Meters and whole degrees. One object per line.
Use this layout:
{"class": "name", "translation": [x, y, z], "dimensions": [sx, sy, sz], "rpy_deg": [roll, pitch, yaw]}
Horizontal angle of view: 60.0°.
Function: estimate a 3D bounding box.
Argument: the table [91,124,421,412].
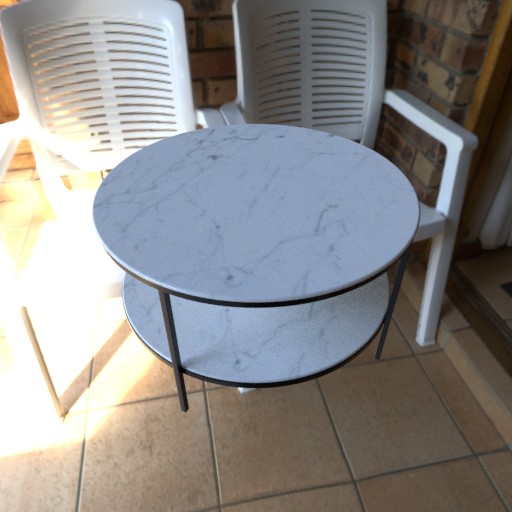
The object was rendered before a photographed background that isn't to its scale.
{"class": "table", "translation": [0.000, 0.000, 1.261], "dimensions": [0.800, 0.450, 0.800], "rpy_deg": [0, 39, 0]}
